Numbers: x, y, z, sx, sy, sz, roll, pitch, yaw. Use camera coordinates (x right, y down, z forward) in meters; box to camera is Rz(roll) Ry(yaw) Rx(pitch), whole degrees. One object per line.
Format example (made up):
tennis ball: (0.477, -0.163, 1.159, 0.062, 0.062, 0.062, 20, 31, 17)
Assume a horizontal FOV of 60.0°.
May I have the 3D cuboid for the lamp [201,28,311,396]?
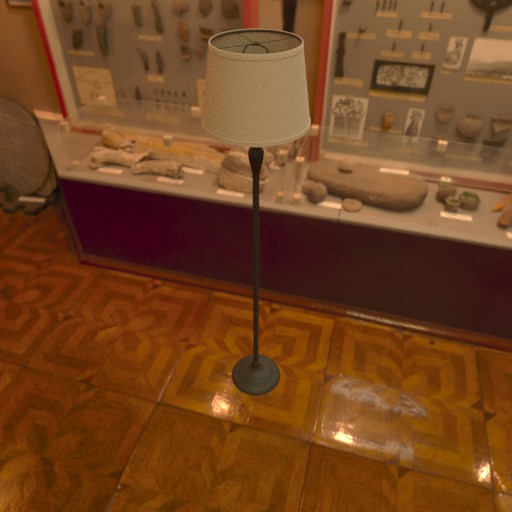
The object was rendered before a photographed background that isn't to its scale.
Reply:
lamp: (0.000, 0.000, 1.670, 0.327, 1.506, 0.327, 12, 42, 13)
